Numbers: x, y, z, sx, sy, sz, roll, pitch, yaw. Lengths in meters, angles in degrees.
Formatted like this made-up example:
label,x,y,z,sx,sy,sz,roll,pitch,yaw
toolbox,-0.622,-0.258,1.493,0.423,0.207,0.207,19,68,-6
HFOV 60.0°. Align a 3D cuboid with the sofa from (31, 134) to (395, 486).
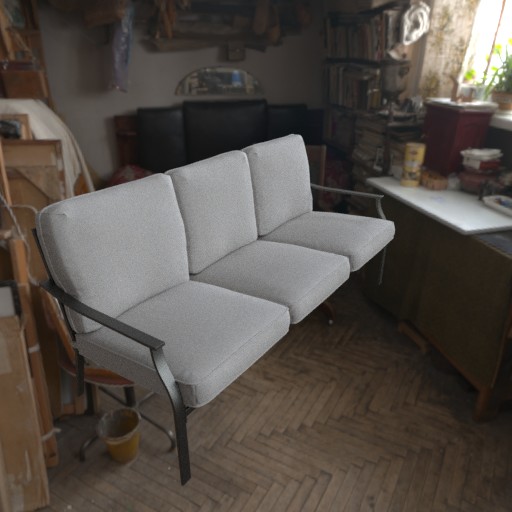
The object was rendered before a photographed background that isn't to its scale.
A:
label,x,y,z,sx,sy,sz,roll,pitch,yaw
sofa,0.000,0.000,2.119,0.787,0.860,1.740,18,31,32
